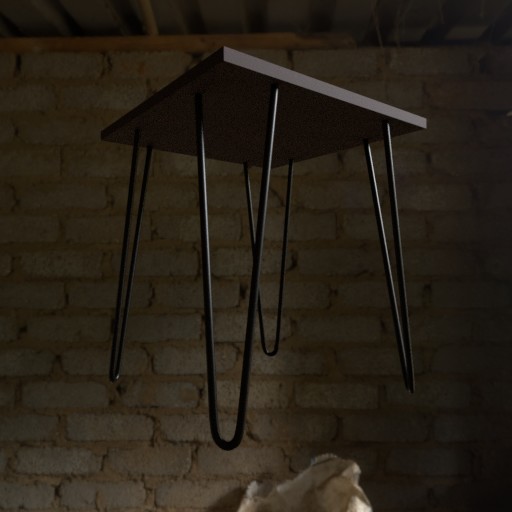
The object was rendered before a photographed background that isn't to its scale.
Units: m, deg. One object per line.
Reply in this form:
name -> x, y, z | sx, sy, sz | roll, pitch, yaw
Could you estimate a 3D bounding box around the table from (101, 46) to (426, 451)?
table -> 0.000, 0.000, 0.943 | 0.495, 0.559, 0.495 | 1, -1, -38
